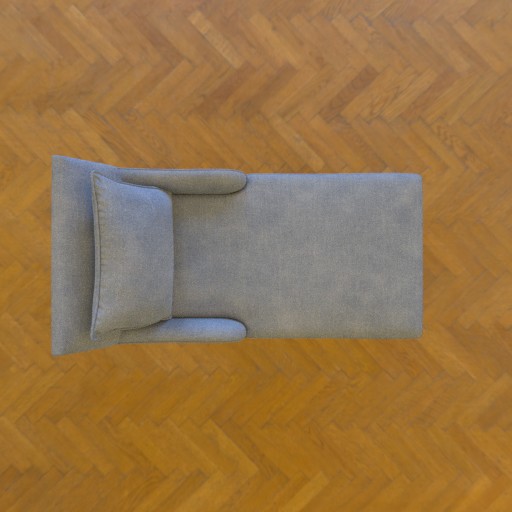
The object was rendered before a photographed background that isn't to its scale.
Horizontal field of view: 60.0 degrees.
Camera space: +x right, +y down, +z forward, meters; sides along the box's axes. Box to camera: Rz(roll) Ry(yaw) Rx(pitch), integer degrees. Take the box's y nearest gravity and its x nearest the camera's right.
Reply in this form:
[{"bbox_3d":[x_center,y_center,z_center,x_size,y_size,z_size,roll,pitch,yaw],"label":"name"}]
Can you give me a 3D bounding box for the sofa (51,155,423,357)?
[{"bbox_3d":[0.000,0.000,2.297,1.779,0.883,0.904,0,90,-1],"label":"sofa"}]
